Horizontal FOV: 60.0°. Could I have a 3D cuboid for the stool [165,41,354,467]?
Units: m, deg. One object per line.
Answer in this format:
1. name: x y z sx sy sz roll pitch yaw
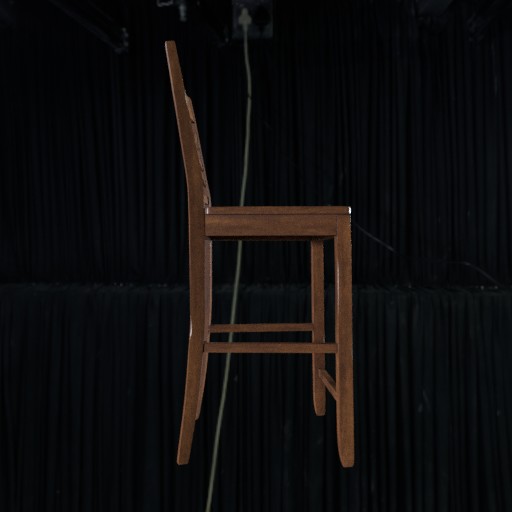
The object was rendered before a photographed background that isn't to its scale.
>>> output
1. stool: 0.000 0.000 1.347 0.504 1.098 0.426 0 0 -3
